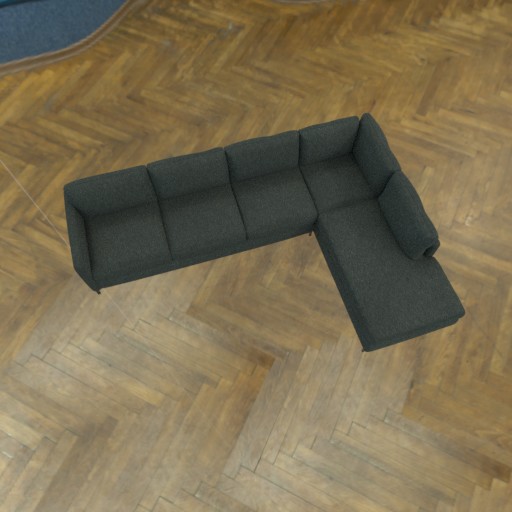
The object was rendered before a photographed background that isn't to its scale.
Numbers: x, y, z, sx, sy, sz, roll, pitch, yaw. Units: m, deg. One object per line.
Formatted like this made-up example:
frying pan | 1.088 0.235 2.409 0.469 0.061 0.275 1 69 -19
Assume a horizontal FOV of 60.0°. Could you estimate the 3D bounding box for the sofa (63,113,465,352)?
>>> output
sofa | 0.000 0.000 3.775 2.949 0.815 2.007 -15 64 -7
